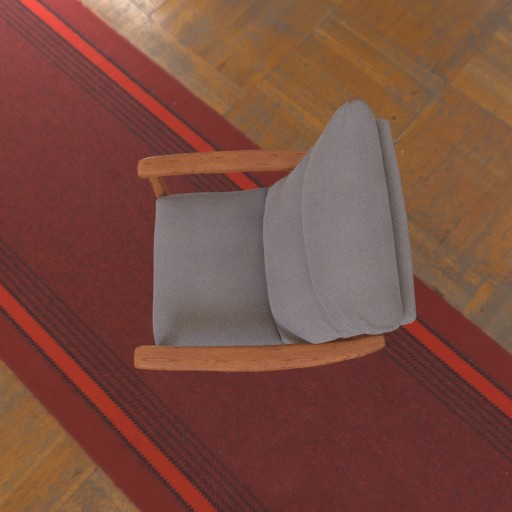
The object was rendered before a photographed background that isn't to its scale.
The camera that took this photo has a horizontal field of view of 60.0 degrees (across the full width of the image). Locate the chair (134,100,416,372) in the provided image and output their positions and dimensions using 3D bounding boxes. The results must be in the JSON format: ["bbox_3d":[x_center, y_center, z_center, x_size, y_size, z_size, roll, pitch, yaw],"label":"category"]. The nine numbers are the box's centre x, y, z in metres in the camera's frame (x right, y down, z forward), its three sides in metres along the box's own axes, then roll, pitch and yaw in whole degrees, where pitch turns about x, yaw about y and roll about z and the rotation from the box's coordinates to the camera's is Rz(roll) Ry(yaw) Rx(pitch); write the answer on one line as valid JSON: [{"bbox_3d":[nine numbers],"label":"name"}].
[{"bbox_3d":[0.000,0.000,1.552,0.816,0.922,0.782,-3,75,-1],"label":"chair"}]
